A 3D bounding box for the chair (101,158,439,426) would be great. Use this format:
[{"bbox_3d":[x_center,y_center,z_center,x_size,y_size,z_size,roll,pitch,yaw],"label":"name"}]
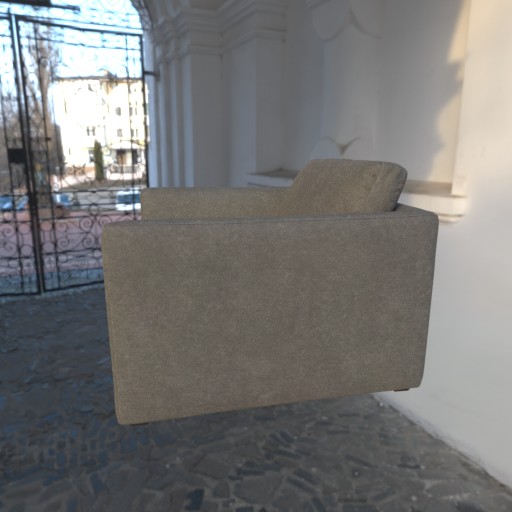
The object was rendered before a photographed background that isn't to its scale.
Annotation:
[{"bbox_3d":[0.000,0.000,1.912,1.091,0.845,1.190,-2,14,-9],"label":"chair"}]
